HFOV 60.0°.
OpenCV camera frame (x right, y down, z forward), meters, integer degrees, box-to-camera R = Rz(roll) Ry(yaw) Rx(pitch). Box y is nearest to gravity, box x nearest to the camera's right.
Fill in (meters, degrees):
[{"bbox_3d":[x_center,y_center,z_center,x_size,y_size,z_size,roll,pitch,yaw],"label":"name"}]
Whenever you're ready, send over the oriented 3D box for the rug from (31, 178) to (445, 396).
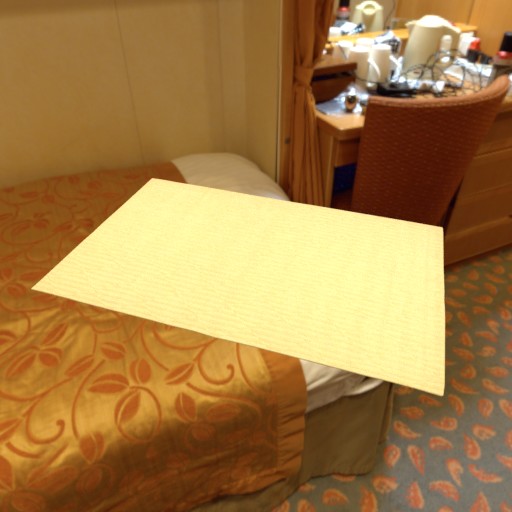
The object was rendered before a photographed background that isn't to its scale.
[{"bbox_3d":[0.000,0.000,3.021,2.441,0.014,1.531,12,39,14],"label":"rug"}]
